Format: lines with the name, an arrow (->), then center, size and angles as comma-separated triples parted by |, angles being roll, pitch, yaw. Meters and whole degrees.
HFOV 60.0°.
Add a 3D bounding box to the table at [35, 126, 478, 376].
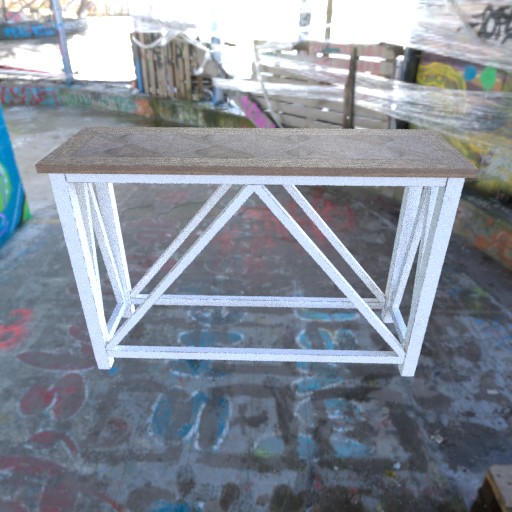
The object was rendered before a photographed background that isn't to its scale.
table -> 0.000, 0.000, 1.830 | 1.400, 0.930, 0.450 | 1, 31, 1
